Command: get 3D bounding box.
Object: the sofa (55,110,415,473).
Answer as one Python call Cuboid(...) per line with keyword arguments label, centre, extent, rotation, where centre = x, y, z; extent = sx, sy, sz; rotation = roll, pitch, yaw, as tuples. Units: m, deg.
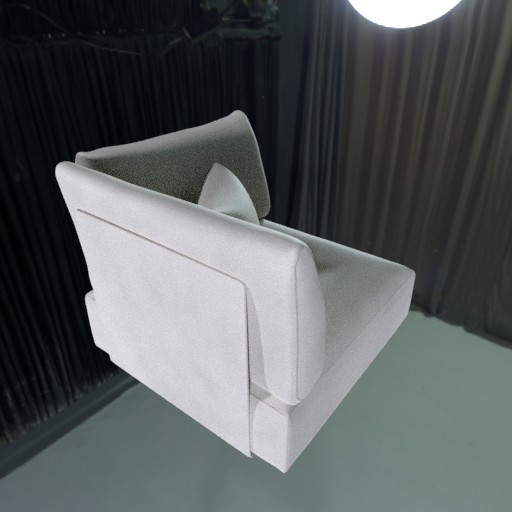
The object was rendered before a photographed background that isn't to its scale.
Cuboid(label="sofa", centre=(0.000, 0.000, 1.706), extent=(1.000, 0.820, 1.000), rotation=(21, 36, 32))
